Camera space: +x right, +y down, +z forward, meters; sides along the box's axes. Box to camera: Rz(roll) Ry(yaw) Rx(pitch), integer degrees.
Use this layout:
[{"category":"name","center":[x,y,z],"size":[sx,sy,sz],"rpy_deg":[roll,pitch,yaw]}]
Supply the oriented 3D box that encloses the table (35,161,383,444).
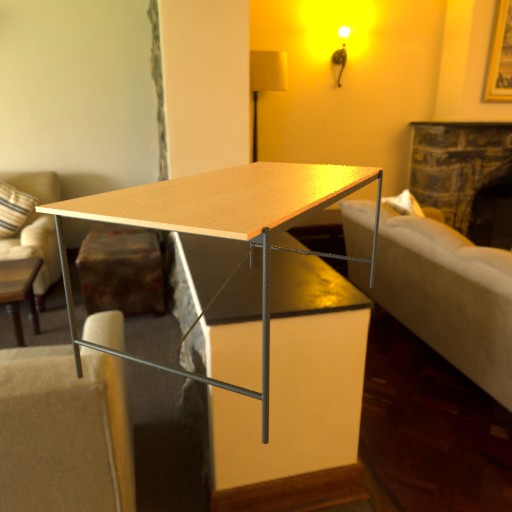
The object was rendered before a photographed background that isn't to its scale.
[{"category":"table","center":[0.000,0.000,2.275],"size":[0.900,0.758,1.800],"rpy_deg":[9,20,25]}]
